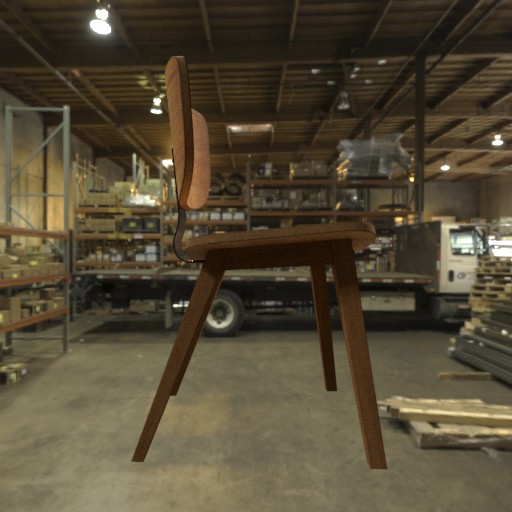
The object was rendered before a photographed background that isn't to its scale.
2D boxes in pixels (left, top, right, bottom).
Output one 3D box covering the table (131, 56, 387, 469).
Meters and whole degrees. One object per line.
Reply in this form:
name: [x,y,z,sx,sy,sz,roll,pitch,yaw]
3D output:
table: [0.000,0.000,1.082,0.500,0.805,0.499,0,1,-1]
